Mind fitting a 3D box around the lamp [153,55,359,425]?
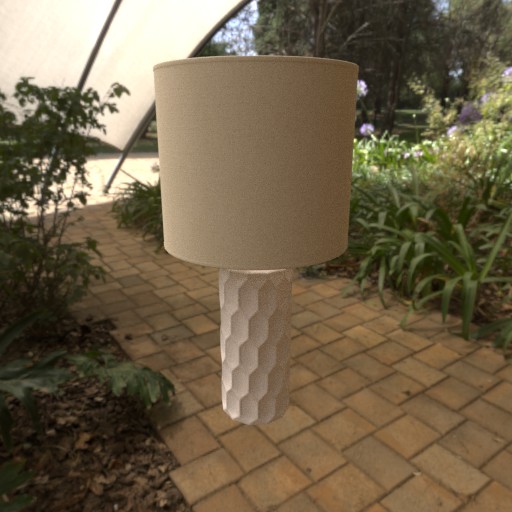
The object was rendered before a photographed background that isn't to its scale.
[{"bbox_3d":[0.000,0.000,0.688,0.277,0.537,0.277,8,19,25],"label":"lamp"}]
